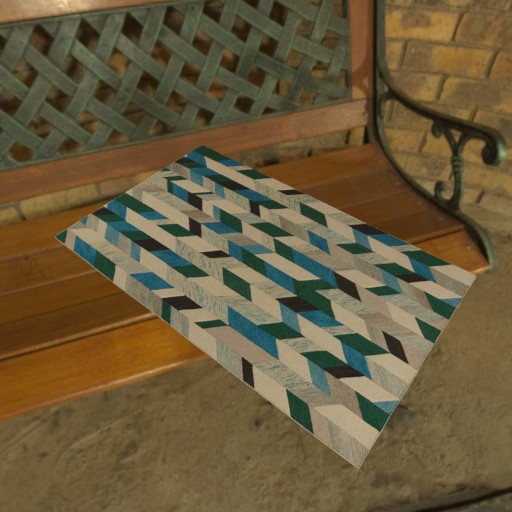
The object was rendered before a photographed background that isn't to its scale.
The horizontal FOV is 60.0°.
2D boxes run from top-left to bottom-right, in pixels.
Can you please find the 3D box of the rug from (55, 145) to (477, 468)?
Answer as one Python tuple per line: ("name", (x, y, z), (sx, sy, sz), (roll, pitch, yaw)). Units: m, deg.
("rug", (0.000, 0.000, 2.968), (2.433, 0.007, 1.507), (30, 54, 26))
